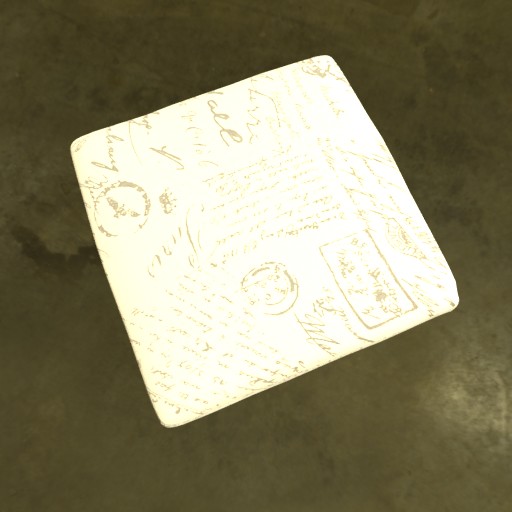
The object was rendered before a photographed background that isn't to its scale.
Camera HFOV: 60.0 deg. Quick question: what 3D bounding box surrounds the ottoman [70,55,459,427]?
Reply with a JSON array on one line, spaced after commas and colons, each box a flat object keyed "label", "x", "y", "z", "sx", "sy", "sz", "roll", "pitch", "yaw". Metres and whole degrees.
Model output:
[{"label": "ottoman", "x": 0.000, "y": 0.000, "z": 0.825, "sx": 0.450, "sy": 0.457, "sz": 0.449, "roll": -22, "pitch": 76, "yaw": -6}]
